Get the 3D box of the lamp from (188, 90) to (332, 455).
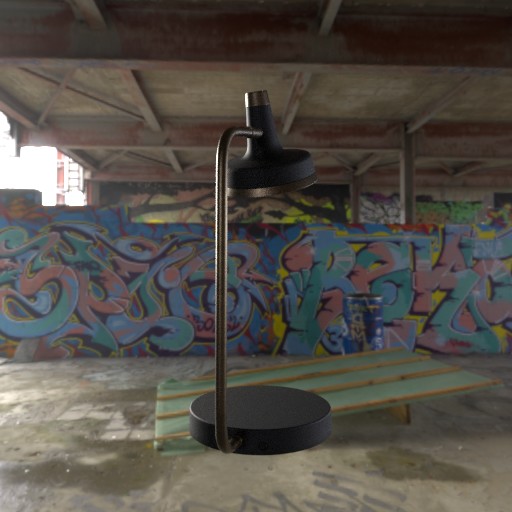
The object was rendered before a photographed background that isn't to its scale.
[{"bbox_3d":[0.000,0.000,0.492,0.162,0.385,0.218,0,-1,17],"label":"lamp"}]
